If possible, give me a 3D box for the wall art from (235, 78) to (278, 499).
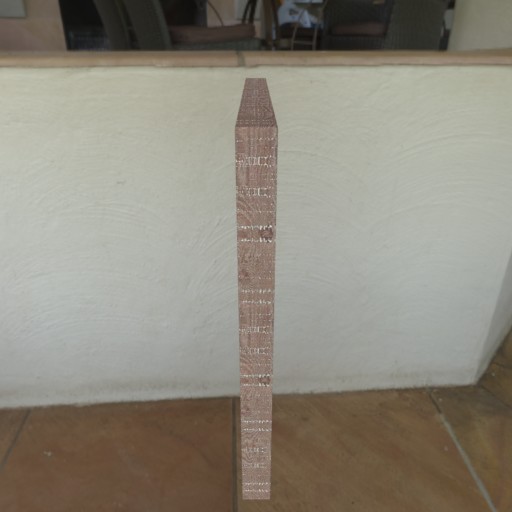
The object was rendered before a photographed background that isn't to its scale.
[{"bbox_3d":[0.000,0.000,0.767,0.040,0.531,0.531,0,26,0],"label":"wall art"}]
